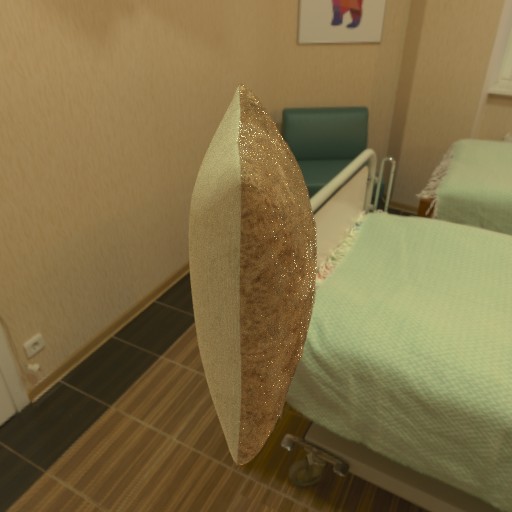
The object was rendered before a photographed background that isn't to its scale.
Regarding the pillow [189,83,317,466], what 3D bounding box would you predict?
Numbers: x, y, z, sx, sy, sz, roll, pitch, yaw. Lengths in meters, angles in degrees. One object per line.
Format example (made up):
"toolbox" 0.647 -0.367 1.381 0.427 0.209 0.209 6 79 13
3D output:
"pillow" 0.000 0.000 0.827 0.216 0.525 0.538 0 32 -1
